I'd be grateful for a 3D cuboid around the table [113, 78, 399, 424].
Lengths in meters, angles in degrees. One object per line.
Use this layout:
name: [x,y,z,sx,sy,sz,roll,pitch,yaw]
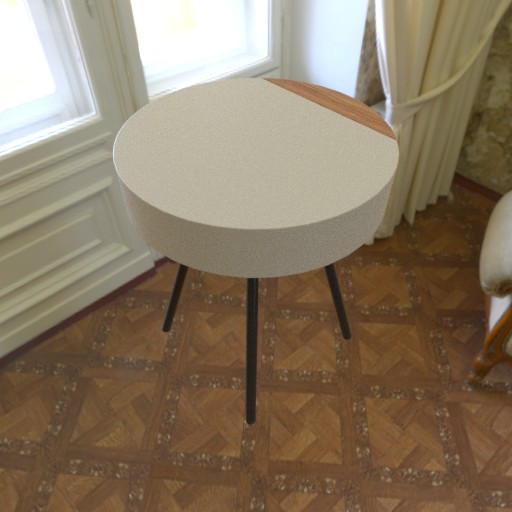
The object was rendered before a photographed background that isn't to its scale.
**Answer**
table: [0.000,0.000,0.872,0.450,0.525,0.450,0,45,0]
